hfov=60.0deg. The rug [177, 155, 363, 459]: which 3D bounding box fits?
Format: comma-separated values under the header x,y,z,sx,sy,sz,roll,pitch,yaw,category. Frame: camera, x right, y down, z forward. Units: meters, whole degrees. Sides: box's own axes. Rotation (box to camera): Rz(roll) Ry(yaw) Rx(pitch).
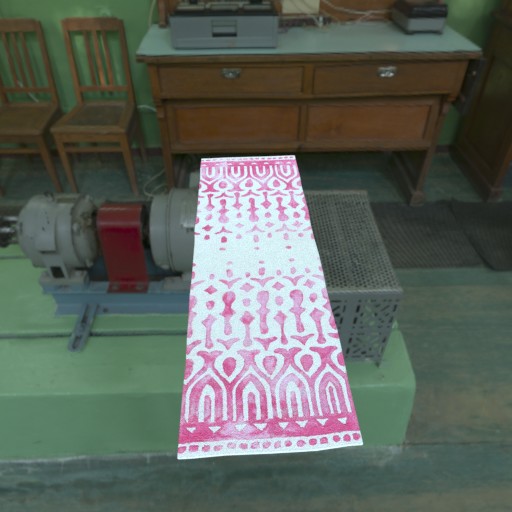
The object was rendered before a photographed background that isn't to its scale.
x,y,z,sx,sy,sz,roll,pitch,yaw,category
0.000,0.000,2.743,0.787,0.011,2.458,-2,42,-2,rug
